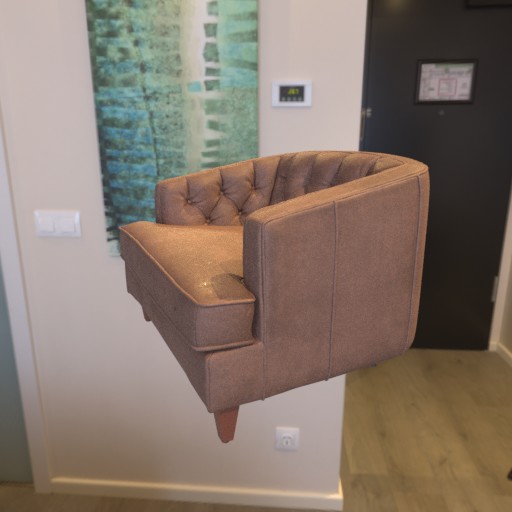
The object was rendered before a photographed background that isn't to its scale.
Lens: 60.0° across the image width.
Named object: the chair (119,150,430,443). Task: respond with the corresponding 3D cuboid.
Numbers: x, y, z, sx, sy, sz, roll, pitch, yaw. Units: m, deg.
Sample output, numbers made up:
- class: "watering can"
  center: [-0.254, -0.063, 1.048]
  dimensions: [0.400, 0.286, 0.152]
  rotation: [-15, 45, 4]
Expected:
- class: "chair"
  center: [0.000, 0.000, 1.722]
  dimensions: [0.914, 0.787, 1.118]
  rotation: [-7, 16, -25]
